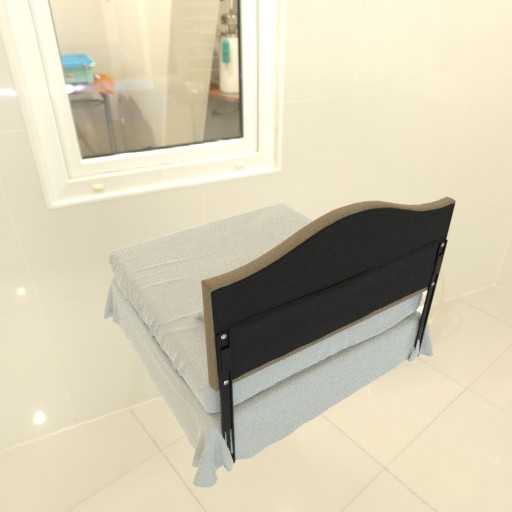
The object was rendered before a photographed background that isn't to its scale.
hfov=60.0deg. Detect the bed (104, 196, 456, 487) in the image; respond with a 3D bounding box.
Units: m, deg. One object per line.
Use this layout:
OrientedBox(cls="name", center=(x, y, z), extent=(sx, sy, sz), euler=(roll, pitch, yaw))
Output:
OrientedBox(cls="bed", center=(0.000, 0.000, 3.707), extent=(2.311, 1.651, 2.222), euler=(-19, 36, -28))
